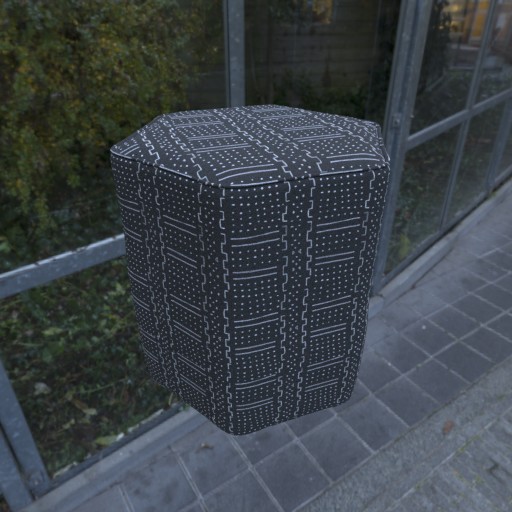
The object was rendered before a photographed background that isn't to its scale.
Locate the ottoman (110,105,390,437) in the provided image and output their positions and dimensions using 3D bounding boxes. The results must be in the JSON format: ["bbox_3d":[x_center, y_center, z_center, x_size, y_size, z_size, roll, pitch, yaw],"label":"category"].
[{"bbox_3d":[0.000,0.000,0.883,0.494,0.502,0.443,-11,32,-18],"label":"ottoman"}]
